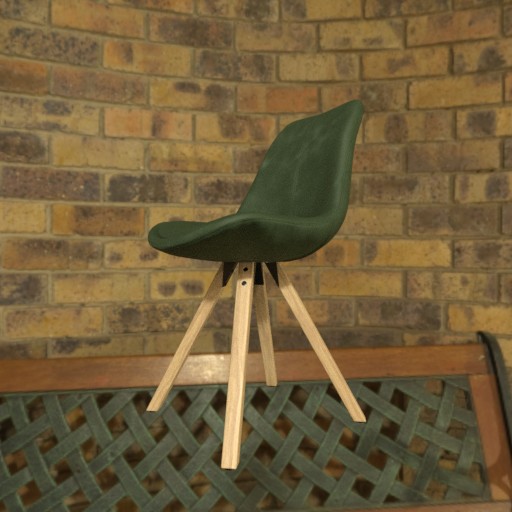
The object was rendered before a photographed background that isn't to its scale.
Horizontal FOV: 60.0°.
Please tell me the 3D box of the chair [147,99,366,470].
[{"bbox_3d":[0.000,0.000,1.192,0.547,0.865,0.483,0,1,-36],"label":"chair"}]
